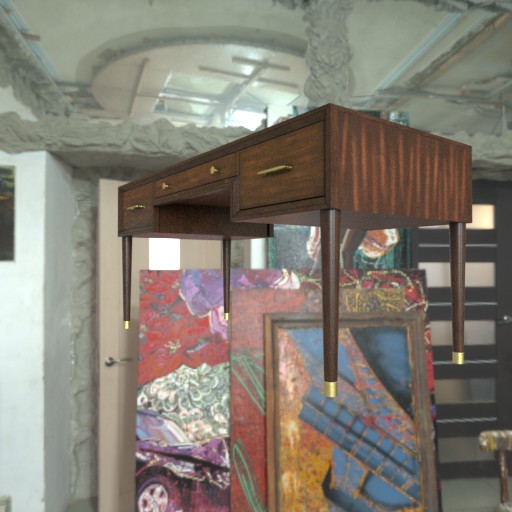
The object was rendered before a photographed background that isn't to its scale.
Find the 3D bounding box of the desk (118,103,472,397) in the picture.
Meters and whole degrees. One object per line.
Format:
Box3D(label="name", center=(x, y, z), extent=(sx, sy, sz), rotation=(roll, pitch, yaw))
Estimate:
Box3D(label="desk", center=(0.000, 0.000, 1.971), extent=(0.724, 0.762, 1.575), rotation=(1, -1, -37))
